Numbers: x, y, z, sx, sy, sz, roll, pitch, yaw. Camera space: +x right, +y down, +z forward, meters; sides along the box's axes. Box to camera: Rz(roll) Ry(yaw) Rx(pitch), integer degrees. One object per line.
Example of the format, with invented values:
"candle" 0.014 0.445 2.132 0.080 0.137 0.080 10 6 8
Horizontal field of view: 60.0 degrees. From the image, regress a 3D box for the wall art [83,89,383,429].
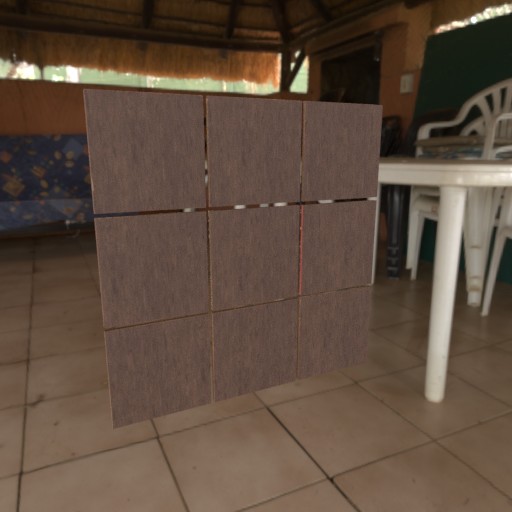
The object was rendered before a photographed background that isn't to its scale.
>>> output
"wall art" 0.000 0.000 1.358 0.915 0.914 0.013 -7 15 -26
